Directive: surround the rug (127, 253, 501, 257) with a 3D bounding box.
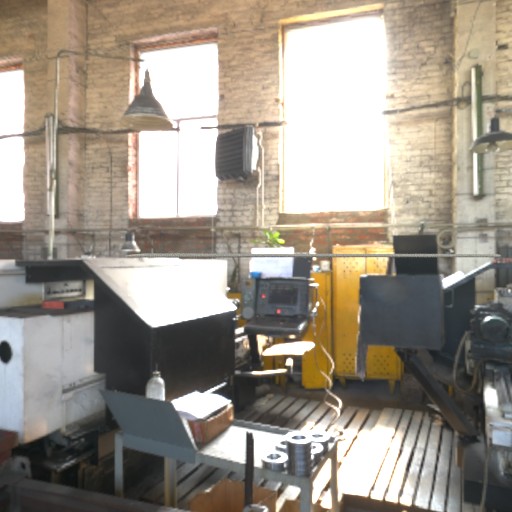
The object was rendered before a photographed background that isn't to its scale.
[{"bbox_3d":[0.000,0.000,2.799,1.528,0.014,2.294,0,0,-18],"label":"rug"}]
